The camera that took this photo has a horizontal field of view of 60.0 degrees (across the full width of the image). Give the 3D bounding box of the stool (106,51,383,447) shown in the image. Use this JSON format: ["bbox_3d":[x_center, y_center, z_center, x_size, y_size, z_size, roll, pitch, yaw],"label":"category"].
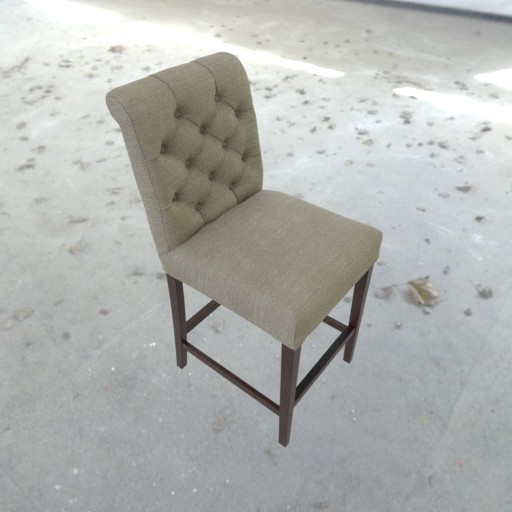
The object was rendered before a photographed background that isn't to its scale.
[{"bbox_3d":[0.000,0.000,1.454,0.660,1.084,0.486,27,47,28],"label":"stool"}]
